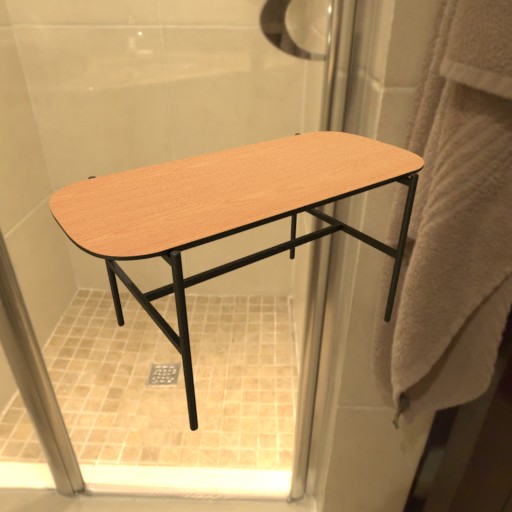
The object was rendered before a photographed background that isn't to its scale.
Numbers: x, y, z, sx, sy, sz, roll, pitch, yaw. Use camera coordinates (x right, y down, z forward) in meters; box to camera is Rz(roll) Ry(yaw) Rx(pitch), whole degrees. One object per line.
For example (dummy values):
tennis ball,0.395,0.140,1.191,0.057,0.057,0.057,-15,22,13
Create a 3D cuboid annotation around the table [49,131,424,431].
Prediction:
table,0.000,0.000,1.039,0.800,0.400,0.400,-20,36,-30
